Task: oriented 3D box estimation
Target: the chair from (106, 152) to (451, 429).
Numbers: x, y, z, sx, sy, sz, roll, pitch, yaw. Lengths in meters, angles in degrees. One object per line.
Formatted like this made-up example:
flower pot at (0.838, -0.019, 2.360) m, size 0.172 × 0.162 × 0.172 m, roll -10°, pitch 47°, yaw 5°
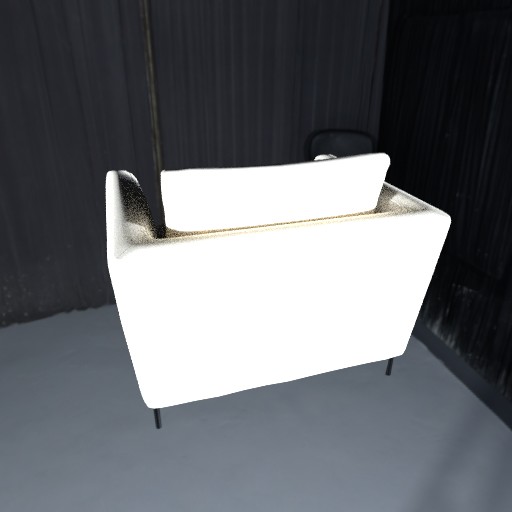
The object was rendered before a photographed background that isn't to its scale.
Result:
chair at (0.000, 0.000, 1.710) m, size 1.041 × 0.865 × 0.889 m, roll -8°, pitch 27°, yaw -15°
